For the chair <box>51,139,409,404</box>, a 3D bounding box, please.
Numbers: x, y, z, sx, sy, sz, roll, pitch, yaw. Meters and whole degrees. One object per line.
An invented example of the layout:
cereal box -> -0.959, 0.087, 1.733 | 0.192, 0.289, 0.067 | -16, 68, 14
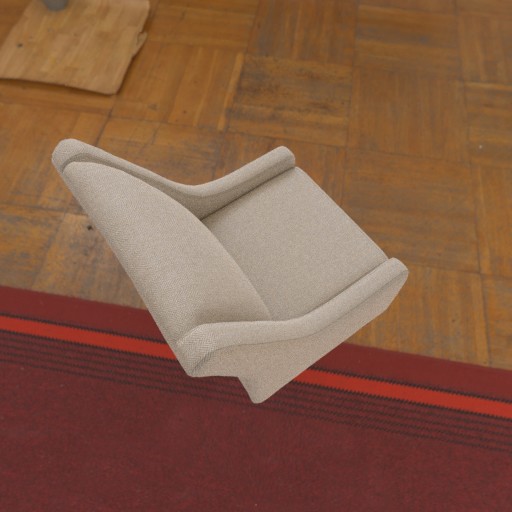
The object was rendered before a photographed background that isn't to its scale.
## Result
chair -> 0.000, 0.000, 1.602 | 0.870, 1.014, 0.774 | -32, 65, -17
